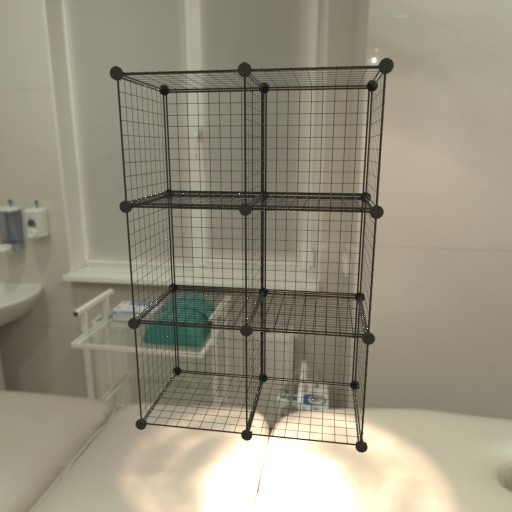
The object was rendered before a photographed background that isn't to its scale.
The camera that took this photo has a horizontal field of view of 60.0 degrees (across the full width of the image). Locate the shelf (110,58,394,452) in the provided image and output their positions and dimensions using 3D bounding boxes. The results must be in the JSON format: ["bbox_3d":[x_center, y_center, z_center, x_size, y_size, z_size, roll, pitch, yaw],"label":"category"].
[{"bbox_3d":[0.000,0.000,1.387,0.711,1.067,0.356,2,14,9],"label":"shelf"}]
